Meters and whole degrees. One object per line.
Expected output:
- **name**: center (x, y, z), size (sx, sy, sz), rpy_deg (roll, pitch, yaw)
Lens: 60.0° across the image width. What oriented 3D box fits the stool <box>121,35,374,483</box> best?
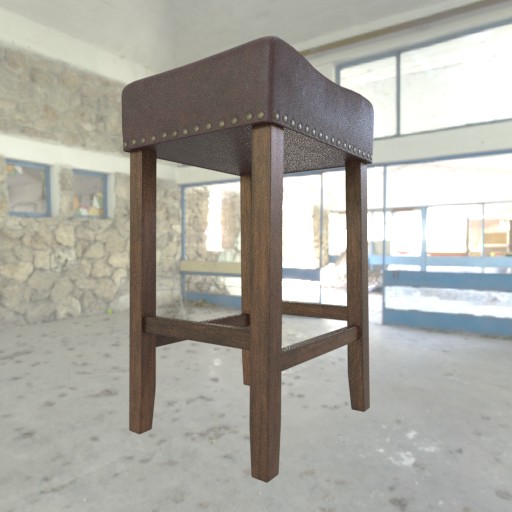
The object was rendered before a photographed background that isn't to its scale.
- **stool**: center (0.000, 0.000, 1.037), size (0.401, 0.769, 0.465), rpy_deg (1, 1, 36)
